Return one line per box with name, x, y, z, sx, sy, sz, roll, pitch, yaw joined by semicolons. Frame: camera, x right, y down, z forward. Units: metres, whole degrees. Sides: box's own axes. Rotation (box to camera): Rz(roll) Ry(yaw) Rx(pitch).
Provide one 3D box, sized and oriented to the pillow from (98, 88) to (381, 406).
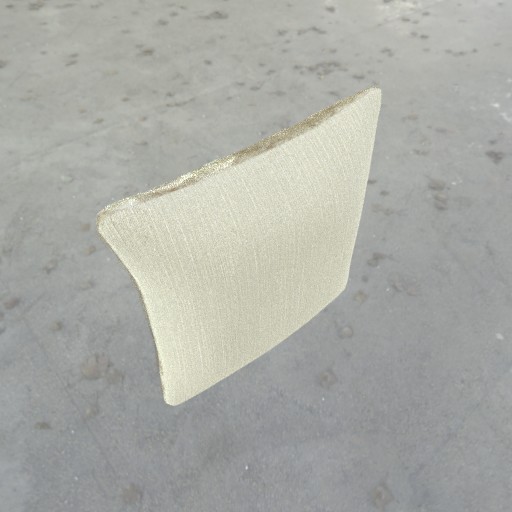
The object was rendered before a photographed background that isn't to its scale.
pillow;0.000;0.000;0.830;0.538;0.525;0.216;-31;53;-27
